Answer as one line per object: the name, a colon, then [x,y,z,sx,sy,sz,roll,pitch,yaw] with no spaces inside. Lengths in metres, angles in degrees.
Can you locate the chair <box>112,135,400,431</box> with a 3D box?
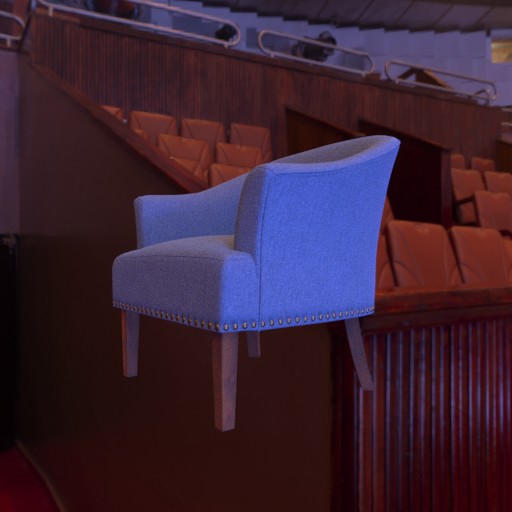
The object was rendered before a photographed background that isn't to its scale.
chair: [0.000,0.000,1.432,0.704,0.815,0.798,0,0,-37]
